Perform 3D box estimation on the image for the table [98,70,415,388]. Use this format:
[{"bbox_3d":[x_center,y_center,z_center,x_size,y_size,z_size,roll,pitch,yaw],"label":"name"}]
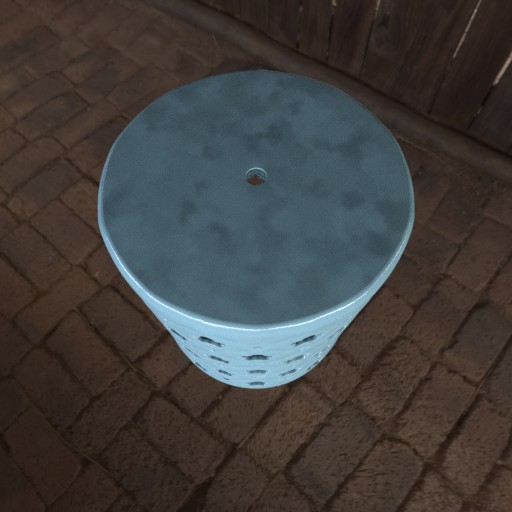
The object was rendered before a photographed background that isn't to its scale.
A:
[{"bbox_3d":[0.000,0.000,0.657,0.352,0.387,0.352,0,63,0],"label":"table"}]
